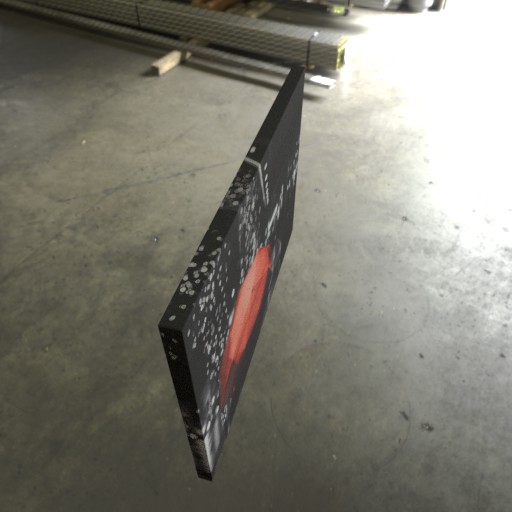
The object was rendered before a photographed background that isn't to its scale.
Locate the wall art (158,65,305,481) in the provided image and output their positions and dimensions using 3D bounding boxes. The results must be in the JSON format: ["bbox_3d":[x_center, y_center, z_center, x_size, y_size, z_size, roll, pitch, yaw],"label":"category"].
[{"bbox_3d":[0.000,0.000,1.138,0.038,0.609,0.914,11,46,11],"label":"wall art"}]
